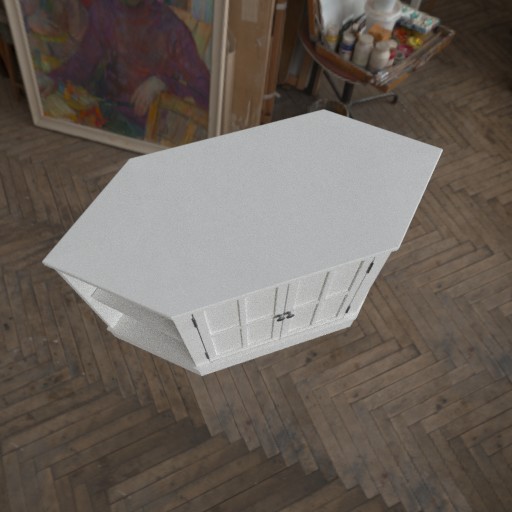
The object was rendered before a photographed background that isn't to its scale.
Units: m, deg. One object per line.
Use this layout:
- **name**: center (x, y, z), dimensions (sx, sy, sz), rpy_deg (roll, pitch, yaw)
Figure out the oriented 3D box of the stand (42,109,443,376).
- **stand**: center (0.000, 0.000, 1.400), dimensions (1.072, 0.614, 0.477), rpy_deg (-17, 64, -8)
